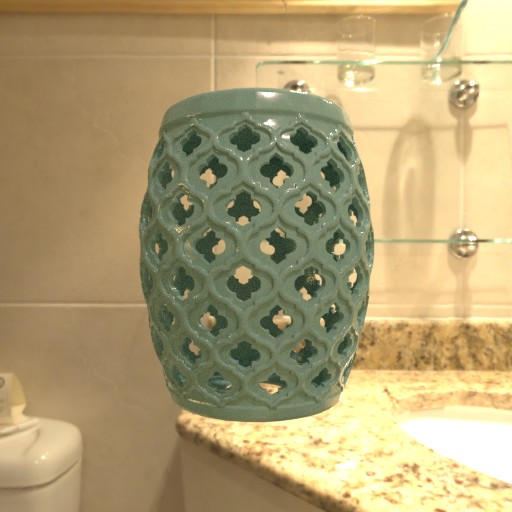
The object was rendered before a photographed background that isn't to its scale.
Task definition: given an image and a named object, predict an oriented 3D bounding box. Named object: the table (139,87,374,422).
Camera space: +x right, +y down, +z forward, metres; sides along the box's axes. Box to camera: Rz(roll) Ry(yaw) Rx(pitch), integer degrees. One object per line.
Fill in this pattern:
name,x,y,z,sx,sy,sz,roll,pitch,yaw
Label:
table,0.000,0.000,0.633,0.325,0.388,0.325,0,0,0
